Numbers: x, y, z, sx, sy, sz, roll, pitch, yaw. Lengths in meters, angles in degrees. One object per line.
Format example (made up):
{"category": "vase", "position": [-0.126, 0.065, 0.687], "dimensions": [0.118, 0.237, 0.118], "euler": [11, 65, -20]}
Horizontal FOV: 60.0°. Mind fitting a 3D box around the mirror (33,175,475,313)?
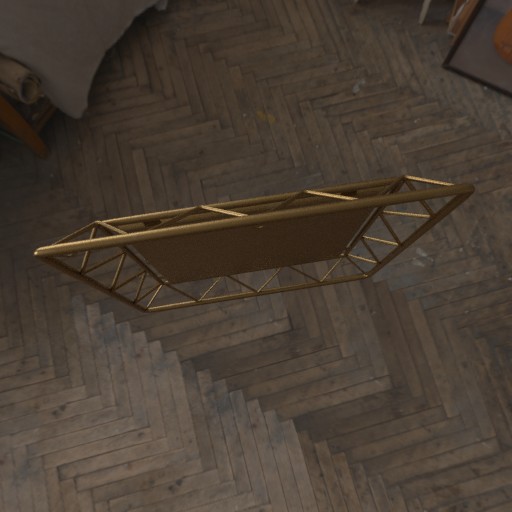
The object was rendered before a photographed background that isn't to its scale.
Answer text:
{"category": "mirror", "position": [0.000, 0.000, 0.607], "dimensions": [0.416, 0.414, 0.046], "euler": [-9, 76, -2]}
